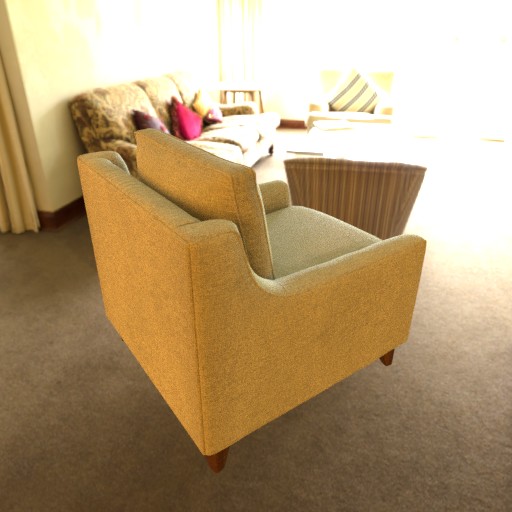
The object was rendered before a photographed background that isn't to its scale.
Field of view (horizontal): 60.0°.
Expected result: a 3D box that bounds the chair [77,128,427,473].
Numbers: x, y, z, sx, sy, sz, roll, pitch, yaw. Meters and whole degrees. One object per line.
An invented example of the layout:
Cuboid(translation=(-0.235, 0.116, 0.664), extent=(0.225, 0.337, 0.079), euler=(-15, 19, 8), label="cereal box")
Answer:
Cuboid(translation=(0.000, 0.000, 1.588), extent=(0.918, 0.864, 0.838), euler=(-18, 33, -31), label="chair")
